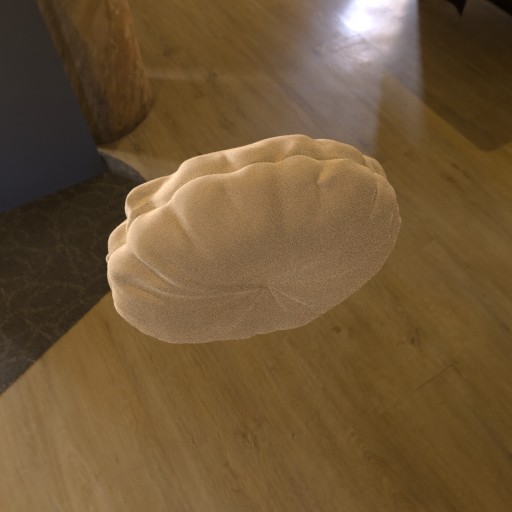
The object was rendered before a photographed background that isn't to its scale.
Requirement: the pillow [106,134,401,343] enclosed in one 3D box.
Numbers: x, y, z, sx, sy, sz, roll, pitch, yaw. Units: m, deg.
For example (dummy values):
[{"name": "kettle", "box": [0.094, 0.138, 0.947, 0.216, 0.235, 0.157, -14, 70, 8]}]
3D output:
[{"name": "pillow", "box": [0.000, 0.000, 0.642, 0.428, 0.407, 0.148, -13, 59, -8]}]
